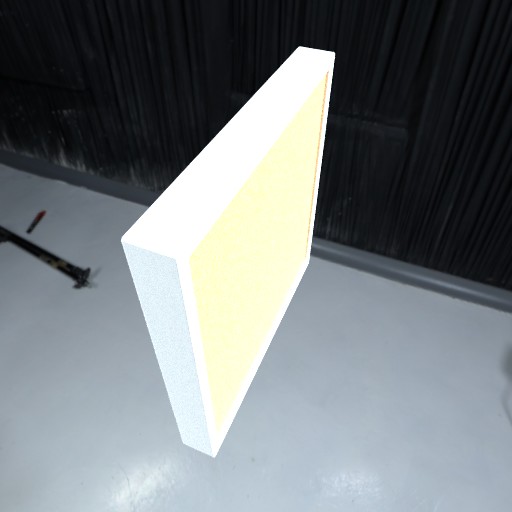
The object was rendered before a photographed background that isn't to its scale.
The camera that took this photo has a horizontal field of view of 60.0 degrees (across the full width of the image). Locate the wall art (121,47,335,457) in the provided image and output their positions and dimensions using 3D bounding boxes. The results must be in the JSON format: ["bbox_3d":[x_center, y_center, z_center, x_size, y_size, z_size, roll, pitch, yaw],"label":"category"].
[{"bbox_3d":[0.000,0.000,0.455,0.038,0.305,0.305,17,49,16],"label":"wall art"}]
